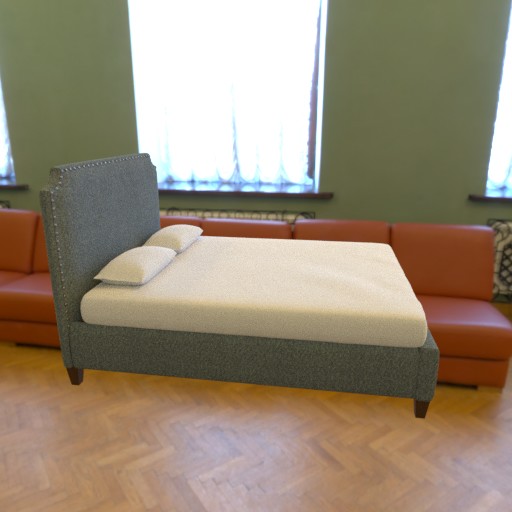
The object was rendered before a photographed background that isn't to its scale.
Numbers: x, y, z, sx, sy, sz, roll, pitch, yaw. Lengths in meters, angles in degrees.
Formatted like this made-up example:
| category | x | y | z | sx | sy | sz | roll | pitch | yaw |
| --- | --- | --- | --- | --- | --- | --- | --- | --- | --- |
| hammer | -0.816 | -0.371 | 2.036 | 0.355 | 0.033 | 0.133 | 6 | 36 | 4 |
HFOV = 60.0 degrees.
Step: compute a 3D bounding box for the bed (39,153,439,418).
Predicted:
| category | x | y | z | sx | sy | sz | roll | pitch | yaw |
| --- | --- | --- | --- | --- | --- | --- | --- | --- | --- |
| bed | 0.000 | 0.000 | 3.383 | 2.372 | 1.443 | 1.712 | 3 | 17 | 9 |
